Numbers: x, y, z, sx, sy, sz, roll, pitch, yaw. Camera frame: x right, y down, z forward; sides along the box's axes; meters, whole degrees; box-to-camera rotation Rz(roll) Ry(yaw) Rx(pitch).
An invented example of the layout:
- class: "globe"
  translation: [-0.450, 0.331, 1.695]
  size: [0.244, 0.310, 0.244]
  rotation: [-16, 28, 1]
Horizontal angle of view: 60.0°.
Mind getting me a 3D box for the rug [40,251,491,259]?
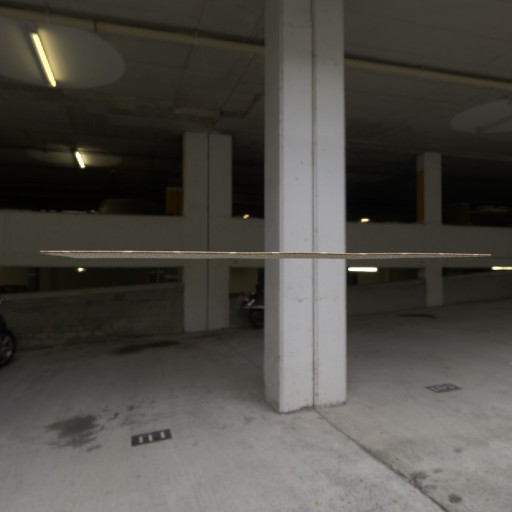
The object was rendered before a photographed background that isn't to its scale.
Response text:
- class: "rug"
  translation: [0.000, 0.000, 2.169]
  size: [1.761, 0.013, 1.152]
  rotation: [0, -1, -17]
